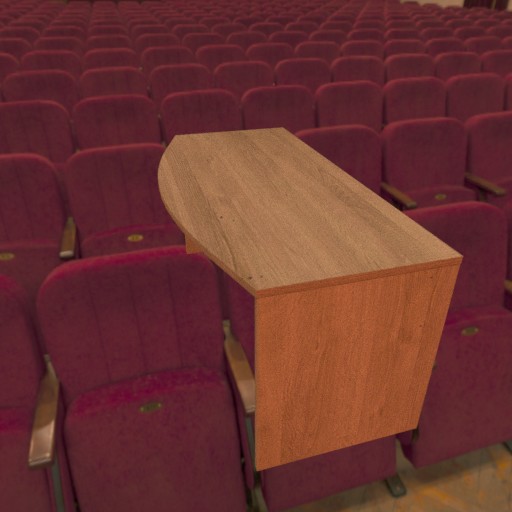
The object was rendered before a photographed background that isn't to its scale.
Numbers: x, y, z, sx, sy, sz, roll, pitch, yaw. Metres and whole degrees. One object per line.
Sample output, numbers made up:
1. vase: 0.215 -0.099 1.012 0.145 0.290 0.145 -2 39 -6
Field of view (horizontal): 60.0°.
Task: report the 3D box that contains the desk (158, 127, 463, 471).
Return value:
1. desk: 0.000 0.000 2.059 0.802 0.752 1.600 -8 31 -14
